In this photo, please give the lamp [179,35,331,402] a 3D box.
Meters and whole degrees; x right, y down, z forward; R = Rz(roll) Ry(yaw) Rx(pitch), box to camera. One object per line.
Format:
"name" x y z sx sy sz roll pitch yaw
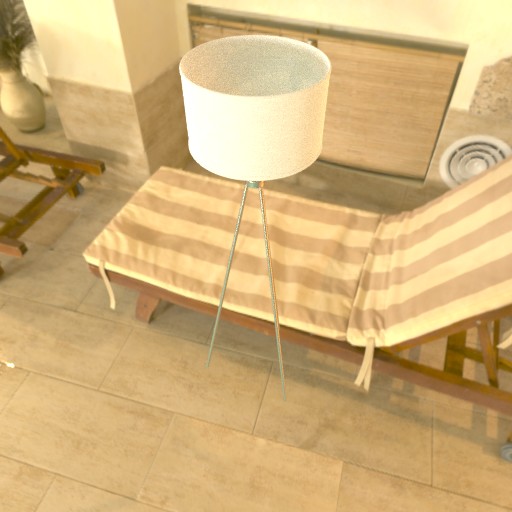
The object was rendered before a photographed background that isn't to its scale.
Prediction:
"lamp" 0.000 0.000 1.765 0.448 1.545 0.458 16 48 15
